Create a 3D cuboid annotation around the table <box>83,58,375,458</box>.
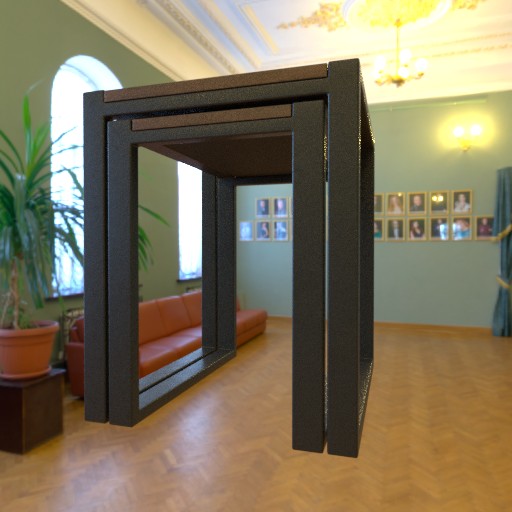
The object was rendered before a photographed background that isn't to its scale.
[{"bbox_3d":[0.000,0.000,0.910,0.449,0.550,0.500,0,1,17],"label":"table"}]
